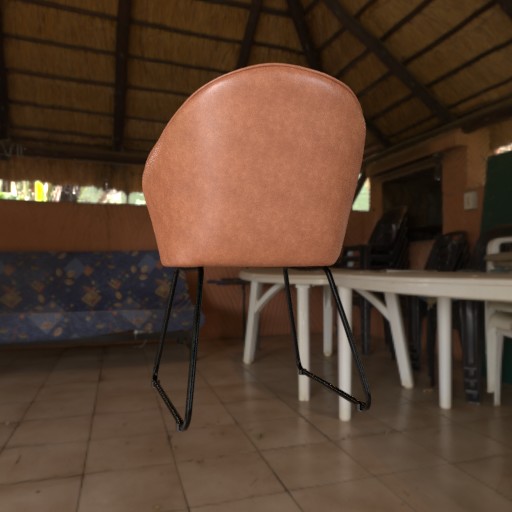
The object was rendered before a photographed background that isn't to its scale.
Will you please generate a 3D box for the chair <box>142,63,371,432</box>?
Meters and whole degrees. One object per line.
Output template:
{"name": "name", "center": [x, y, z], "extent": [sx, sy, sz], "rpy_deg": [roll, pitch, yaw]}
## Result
{"name": "chair", "center": [0.000, 0.000, 1.189], "extent": [0.582, 0.785, 0.580], "rpy_deg": [0, -1, -18]}
